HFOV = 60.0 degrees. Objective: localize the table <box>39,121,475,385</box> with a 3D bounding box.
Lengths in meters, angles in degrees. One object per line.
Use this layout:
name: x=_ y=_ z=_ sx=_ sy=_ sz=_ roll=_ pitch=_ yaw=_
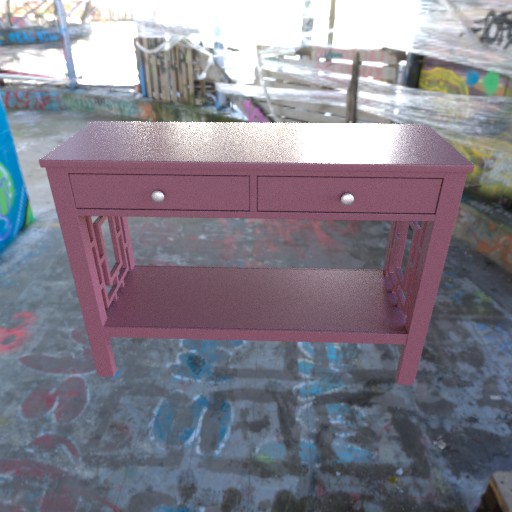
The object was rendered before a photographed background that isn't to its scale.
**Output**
table: x=0.000 y=0.000 z=1.436 sx=1.068 sy=0.753 sz=0.397 roll=1 pitch=31 yaw=2
